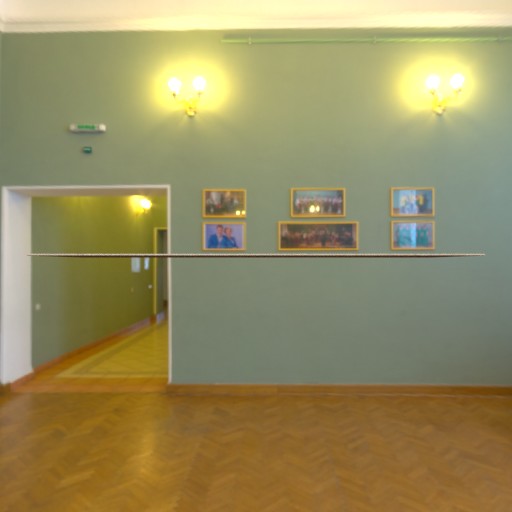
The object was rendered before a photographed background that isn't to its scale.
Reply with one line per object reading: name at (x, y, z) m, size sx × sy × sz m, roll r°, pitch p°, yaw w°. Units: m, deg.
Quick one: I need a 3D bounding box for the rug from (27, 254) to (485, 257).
rug at (0.000, 0.000, 2.723) m, size 2.435 × 0.009 × 0.750 m, roll 0°, pitch -1°, yaw 0°
